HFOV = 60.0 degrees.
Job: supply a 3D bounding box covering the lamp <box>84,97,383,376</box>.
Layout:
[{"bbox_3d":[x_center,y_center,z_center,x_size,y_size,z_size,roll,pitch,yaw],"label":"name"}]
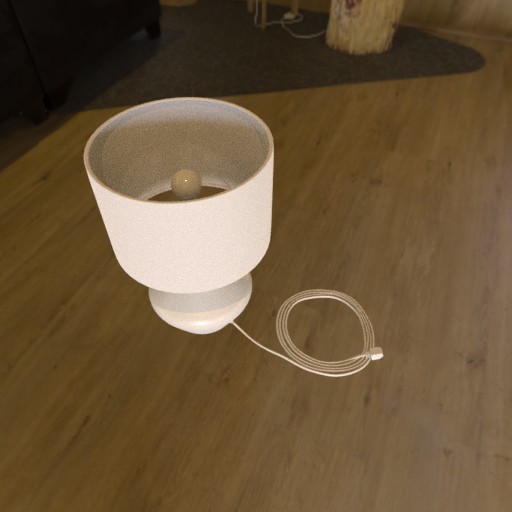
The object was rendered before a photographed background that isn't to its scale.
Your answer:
[{"bbox_3d":[0.000,0.000,0.862,0.546,0.457,0.401,31,55,26],"label":"lamp"}]
